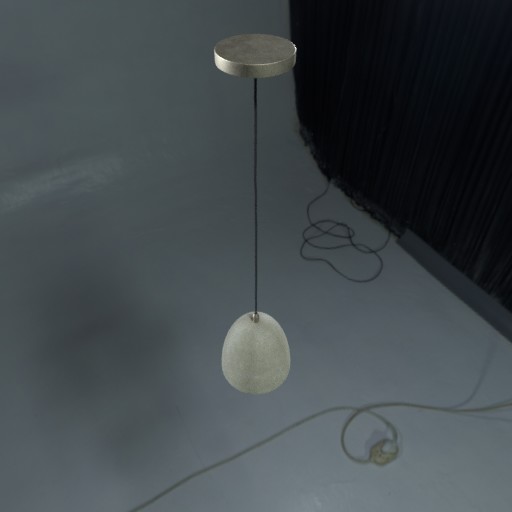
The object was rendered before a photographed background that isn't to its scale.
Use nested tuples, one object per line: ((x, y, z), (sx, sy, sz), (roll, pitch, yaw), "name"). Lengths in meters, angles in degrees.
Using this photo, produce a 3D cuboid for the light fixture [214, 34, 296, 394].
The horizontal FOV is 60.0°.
((0.000, 0.000, 0.840), (0.170, 0.759, 0.170), (-24, 50, -22), "light fixture")
